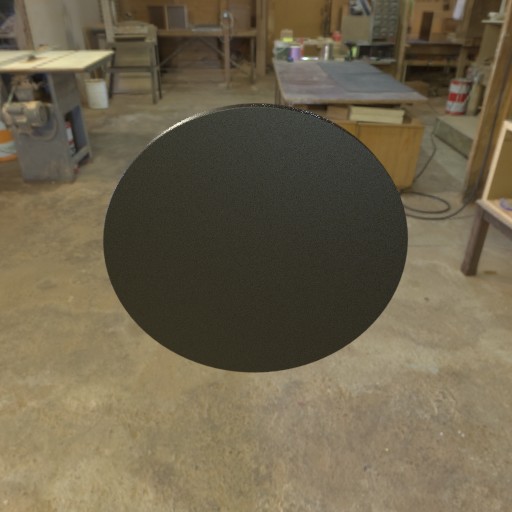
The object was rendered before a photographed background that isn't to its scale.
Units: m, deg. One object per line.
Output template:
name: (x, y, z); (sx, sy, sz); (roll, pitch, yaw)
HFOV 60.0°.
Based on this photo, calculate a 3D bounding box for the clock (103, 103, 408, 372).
clock: (0.000, 0.000, 0.684); (0.454, 0.454, 0.038); (0, 30, -1)
